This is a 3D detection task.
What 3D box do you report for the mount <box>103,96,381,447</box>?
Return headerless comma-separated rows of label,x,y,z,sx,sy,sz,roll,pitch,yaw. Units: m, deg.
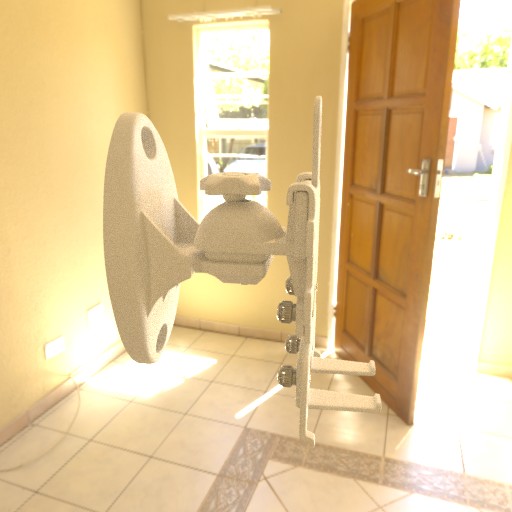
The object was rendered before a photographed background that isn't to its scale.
mount,0.000,0.000,0.174,0.100,0.118,0.066,3,16,9
